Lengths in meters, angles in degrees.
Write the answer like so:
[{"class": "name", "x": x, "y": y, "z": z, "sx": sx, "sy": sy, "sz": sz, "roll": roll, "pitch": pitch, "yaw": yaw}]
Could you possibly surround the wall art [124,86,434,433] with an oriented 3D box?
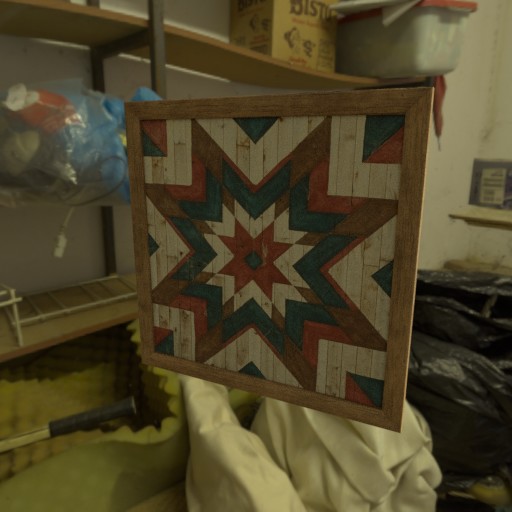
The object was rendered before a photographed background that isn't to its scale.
[{"class": "wall art", "x": 0.000, "y": 0.000, "z": 1.012, "sx": 0.695, "sy": 0.691, "sz": 0.029, "roll": 7, "pitch": 16, "yaw": 25}]
